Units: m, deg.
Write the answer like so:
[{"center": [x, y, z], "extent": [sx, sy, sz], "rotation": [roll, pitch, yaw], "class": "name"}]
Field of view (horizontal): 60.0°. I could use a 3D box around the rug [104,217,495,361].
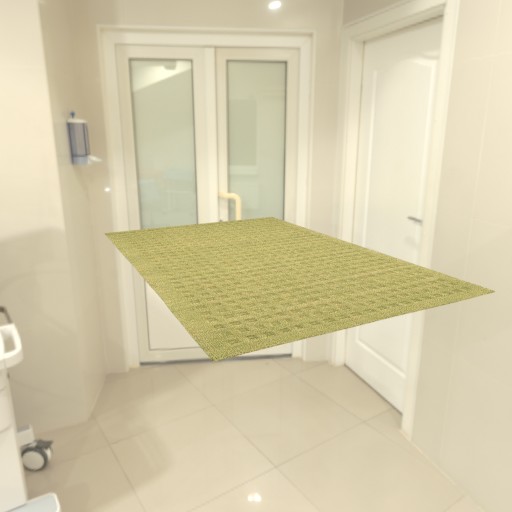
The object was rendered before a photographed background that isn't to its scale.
[{"center": [0.000, 0.000, 2.871], "extent": [1.529, 0.007, 2.297], "rotation": [-8, 17, -26], "class": "rug"}]
